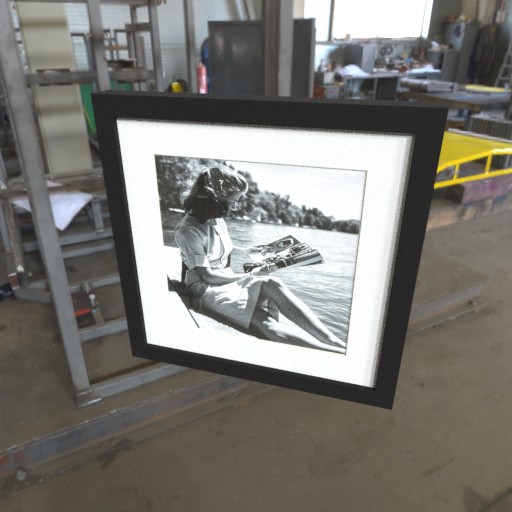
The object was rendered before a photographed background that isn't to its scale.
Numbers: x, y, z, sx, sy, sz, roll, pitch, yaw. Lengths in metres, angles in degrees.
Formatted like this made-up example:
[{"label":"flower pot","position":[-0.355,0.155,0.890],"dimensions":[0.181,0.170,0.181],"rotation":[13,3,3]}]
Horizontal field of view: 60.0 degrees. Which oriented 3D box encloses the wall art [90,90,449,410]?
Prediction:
[{"label":"wall art","position":[0.000,0.000,0.450],"dimensions":[0.308,0.305,0.030],"rotation":[8,28,15]}]
